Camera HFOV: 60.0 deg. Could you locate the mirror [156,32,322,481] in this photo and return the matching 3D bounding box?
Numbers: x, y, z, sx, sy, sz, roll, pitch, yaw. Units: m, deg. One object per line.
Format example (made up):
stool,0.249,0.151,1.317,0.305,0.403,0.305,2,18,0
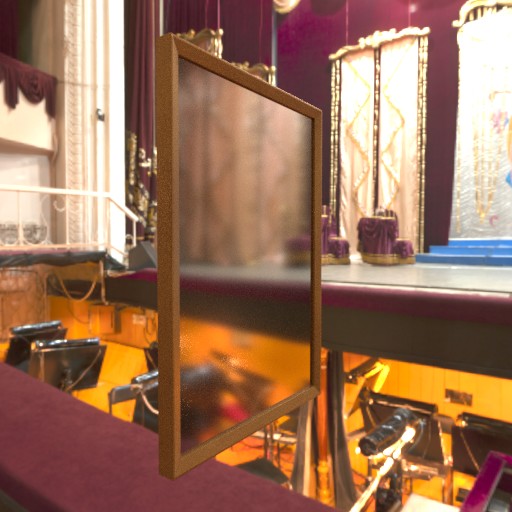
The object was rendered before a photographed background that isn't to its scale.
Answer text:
mirror,0.000,0.000,0.917,0.039,0.710,0.507,1,2,36
